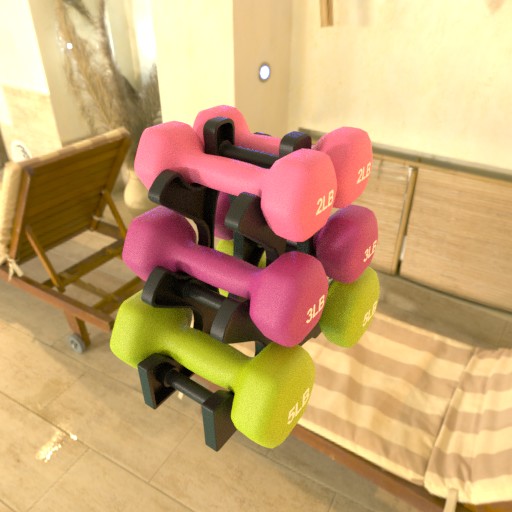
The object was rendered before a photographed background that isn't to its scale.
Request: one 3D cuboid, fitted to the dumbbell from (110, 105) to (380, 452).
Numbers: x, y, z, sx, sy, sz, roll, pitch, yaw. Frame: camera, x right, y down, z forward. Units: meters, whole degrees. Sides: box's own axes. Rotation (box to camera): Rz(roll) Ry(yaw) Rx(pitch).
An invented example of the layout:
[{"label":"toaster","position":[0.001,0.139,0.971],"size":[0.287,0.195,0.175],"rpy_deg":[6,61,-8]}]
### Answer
[{"label":"dumbbell","position":[0.000,0.000,0.447],"size":[0.203,0.261,0.257],"rpy_deg":[21,37,29]}]
